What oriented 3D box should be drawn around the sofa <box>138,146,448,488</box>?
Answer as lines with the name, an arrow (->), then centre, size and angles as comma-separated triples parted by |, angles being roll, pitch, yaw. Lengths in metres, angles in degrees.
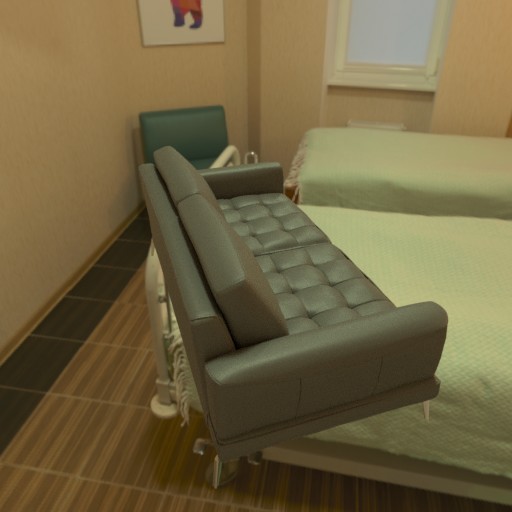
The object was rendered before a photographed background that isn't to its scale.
sofa -> 0.000, 0.000, 2.662 | 1.121, 0.930, 2.177 | -10, 33, -16
